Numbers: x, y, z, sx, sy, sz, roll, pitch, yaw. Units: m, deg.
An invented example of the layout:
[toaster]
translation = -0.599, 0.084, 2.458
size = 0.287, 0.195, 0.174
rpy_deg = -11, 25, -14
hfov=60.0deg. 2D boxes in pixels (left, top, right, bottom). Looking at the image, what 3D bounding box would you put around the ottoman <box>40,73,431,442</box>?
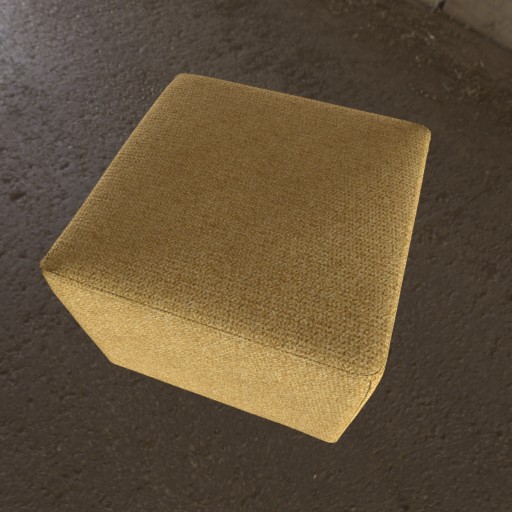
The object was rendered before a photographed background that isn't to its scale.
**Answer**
[ottoman]
translation = 0.000, 0.000, 0.878
size = 0.512, 0.441, 0.505
rpy_deg = 16, 59, 10
